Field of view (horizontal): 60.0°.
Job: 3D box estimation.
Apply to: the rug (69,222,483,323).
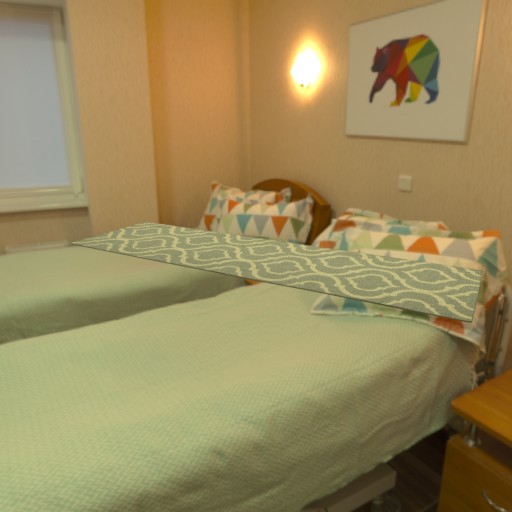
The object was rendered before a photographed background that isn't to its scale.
[{"bbox_3d":[0.000,0.000,2.504,2.275,0.009,0.684,9,20,28],"label":"rug"}]
